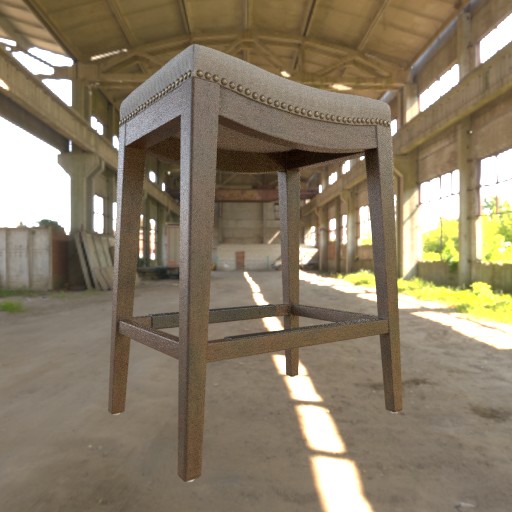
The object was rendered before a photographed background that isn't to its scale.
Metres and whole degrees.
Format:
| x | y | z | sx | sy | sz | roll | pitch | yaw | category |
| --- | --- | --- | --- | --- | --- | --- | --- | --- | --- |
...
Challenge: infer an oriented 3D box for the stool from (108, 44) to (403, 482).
| x | y | z | sx | sy | sz | roll | pitch | yaw | category |
| --- | --- | --- | --- | --- | --- | --- | --- | --- | --- |
| 0.000 | 0.000 | 0.929 | 0.508 | 0.660 | 0.356 | 0 | 0 | -36 | stool |
